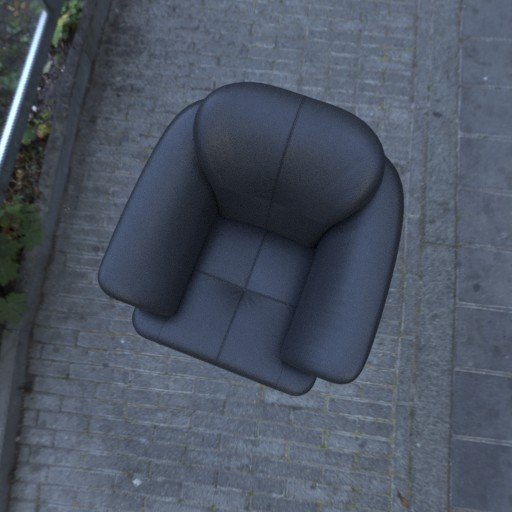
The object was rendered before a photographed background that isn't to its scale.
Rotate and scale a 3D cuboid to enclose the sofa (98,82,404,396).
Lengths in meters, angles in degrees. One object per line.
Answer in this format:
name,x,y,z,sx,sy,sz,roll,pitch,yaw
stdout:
sofa,0.000,0.000,1.535,0.870,0.811,0.794,20,77,5
